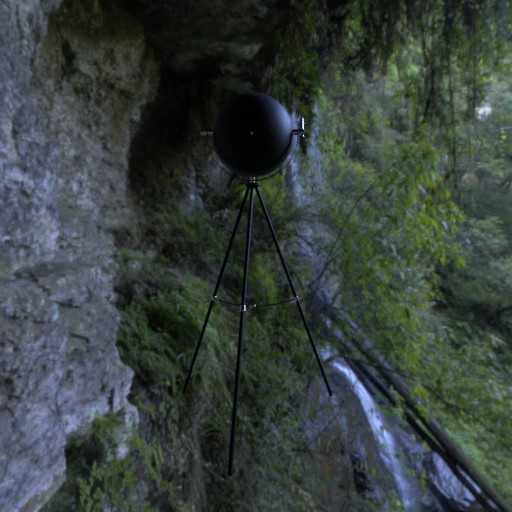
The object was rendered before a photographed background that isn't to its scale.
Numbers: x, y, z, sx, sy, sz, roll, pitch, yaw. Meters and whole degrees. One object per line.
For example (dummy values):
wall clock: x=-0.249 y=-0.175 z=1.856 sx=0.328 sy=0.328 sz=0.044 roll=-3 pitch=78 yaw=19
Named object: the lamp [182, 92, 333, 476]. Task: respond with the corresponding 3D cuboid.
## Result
lamp: x=0.000 y=0.000 z=1.973 sx=0.817 sy=1.512 sz=0.920 roll=0 pitch=0 yaw=0
